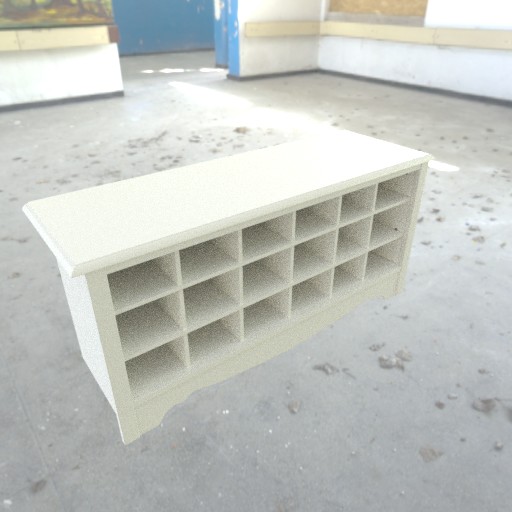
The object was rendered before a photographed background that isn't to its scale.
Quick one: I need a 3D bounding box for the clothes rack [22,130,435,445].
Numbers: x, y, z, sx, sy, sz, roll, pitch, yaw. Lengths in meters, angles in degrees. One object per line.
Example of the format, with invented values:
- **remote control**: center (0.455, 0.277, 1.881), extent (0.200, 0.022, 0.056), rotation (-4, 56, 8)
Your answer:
- **clothes rack**: center (0.000, 0.000, 1.462), extent (1.218, 0.558, 0.405), rotation (-21, 37, -31)
